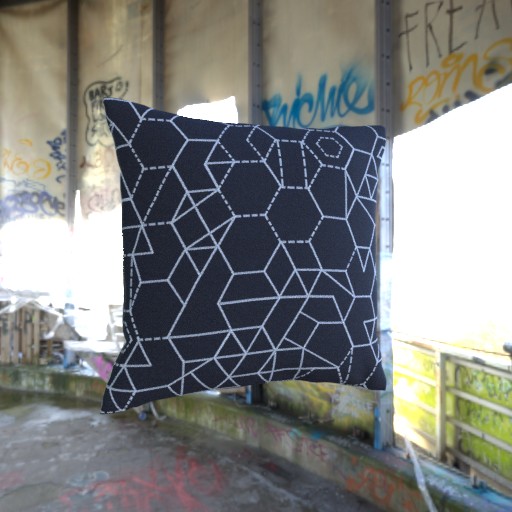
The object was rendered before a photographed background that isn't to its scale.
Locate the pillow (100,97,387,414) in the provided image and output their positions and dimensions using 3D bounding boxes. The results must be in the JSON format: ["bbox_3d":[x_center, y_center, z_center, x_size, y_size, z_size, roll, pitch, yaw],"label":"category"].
[{"bbox_3d":[0.000,0.000,0.781,0.517,0.508,0.158,0,-1,-16],"label":"pillow"}]
